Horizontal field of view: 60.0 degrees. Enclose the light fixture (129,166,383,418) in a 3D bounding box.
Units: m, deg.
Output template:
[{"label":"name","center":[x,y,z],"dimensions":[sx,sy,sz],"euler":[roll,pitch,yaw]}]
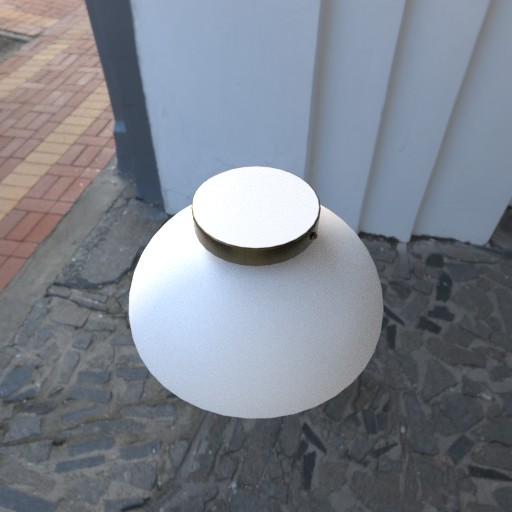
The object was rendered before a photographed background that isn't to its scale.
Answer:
[{"label":"light fixture","center":[0.000,0.000,0.574],"dimensions":[0.355,0.177,0.355],"euler":[0,46,0]}]
